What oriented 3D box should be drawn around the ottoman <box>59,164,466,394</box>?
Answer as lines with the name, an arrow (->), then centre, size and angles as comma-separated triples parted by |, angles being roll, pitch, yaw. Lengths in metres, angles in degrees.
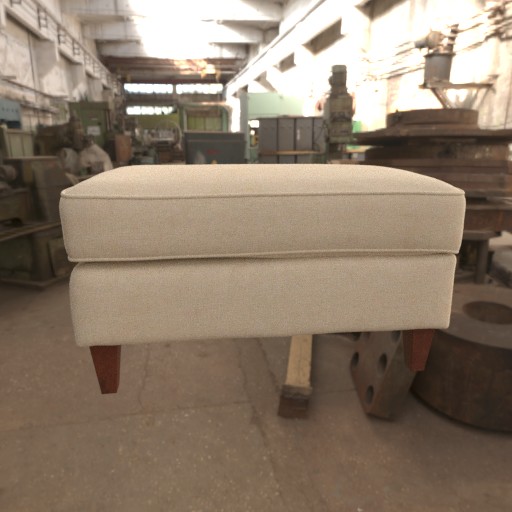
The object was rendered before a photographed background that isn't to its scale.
ottoman -> 0.000, 0.000, 1.207 | 0.862, 0.484, 0.583 | -2, 15, -8
